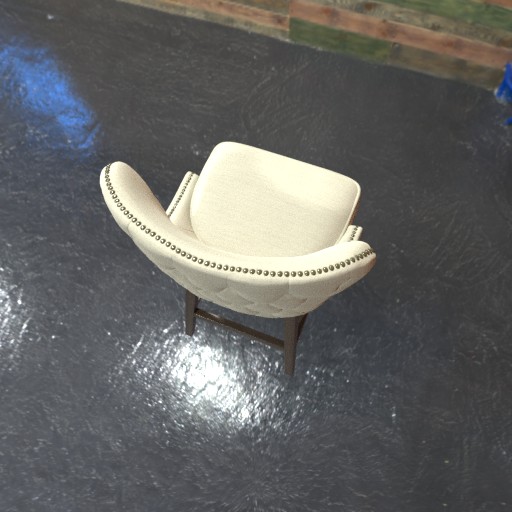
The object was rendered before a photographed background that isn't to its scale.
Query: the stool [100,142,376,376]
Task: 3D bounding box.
[{"bbox_3d":[0.000,0.000,1.367,0.615,0.972,0.597,19,64,10],"label":"stool"}]
